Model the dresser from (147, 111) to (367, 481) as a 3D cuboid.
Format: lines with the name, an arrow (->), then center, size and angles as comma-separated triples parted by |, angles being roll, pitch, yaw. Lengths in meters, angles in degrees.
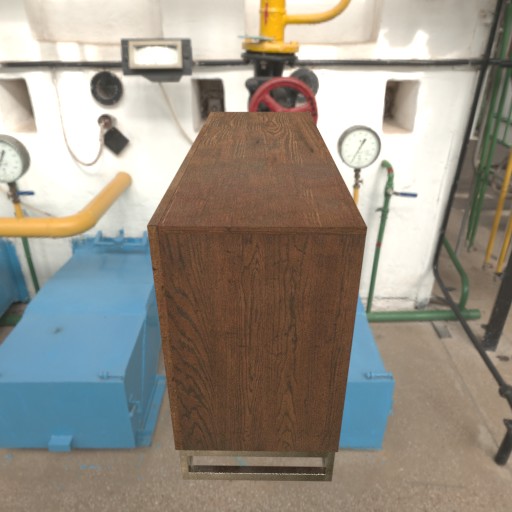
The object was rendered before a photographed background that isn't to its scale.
dresser -> 0.000, 0.000, 2.155 | 0.623, 1.061, 1.646 | 0, 28, 1
